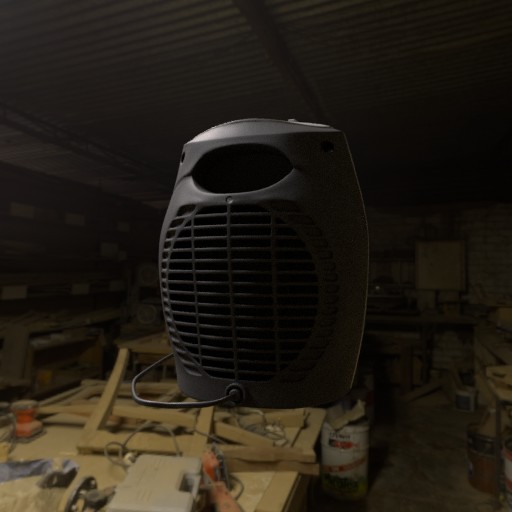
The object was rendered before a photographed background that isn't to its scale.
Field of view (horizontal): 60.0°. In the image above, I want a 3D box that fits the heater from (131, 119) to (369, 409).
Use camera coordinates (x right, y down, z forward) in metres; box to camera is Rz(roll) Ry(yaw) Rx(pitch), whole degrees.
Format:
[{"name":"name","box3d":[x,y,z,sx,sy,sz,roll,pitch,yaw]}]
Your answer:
[{"name":"heater","box3d":[0.000,0.000,0.469,0.239,0.240,0.291,0,-1,18]}]
